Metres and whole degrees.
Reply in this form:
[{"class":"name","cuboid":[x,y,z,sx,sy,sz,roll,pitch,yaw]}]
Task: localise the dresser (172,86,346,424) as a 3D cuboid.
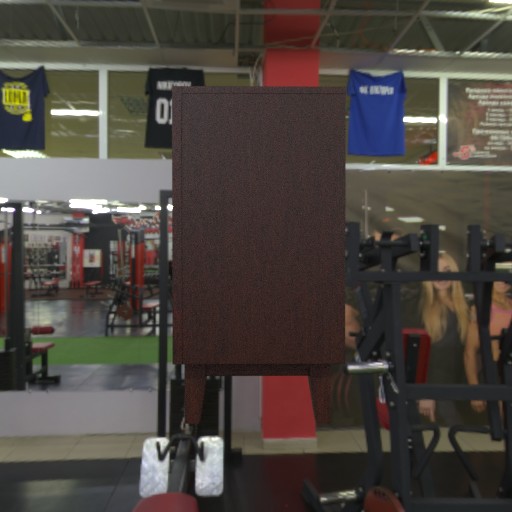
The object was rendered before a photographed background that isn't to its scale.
[{"class":"dresser","cuboid":[0.000,0.000,2.054,0.499,0.971,1.609,0,1,-1]}]
